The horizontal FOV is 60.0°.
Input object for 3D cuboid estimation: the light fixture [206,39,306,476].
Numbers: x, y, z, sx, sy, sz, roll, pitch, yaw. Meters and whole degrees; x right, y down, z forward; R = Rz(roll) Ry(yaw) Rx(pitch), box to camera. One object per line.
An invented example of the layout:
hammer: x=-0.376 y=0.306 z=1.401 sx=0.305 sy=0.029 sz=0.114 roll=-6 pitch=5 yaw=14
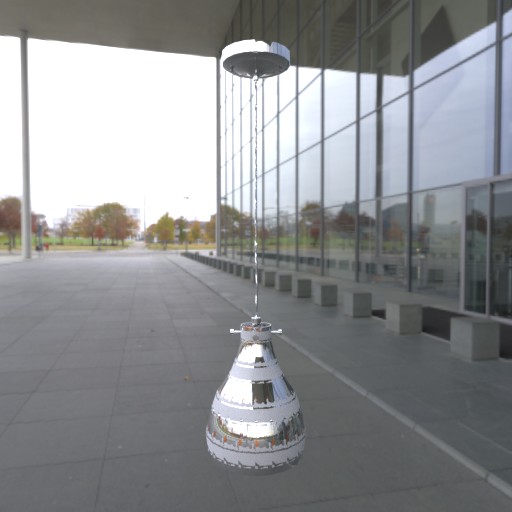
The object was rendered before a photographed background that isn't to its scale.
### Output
light fixture: x=0.000 y=0.000 z=1.632 sx=0.374 sy=1.457 sz=0.374 roll=0 pitch=2 yaw=1
